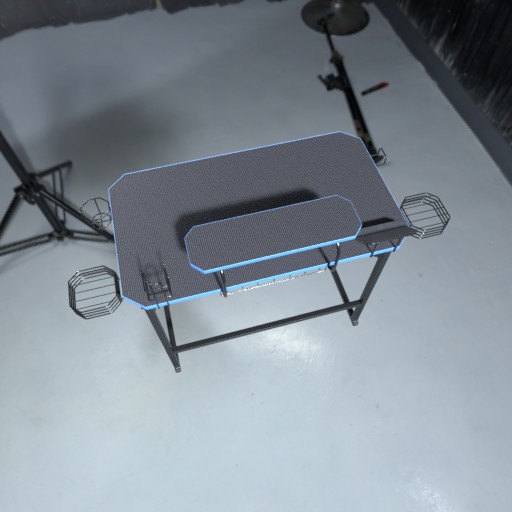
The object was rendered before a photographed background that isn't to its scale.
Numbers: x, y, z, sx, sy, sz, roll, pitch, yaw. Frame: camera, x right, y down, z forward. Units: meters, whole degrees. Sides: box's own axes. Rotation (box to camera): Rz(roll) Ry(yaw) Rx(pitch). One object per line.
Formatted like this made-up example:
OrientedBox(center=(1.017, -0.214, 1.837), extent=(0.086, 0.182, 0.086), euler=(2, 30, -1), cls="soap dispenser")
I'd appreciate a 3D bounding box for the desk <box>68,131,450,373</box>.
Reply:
OrientedBox(center=(0.000, 0.000, 1.795), extent=(1.295, 0.909, 0.594), euler=(-13, 60, -8), cls="desk")
